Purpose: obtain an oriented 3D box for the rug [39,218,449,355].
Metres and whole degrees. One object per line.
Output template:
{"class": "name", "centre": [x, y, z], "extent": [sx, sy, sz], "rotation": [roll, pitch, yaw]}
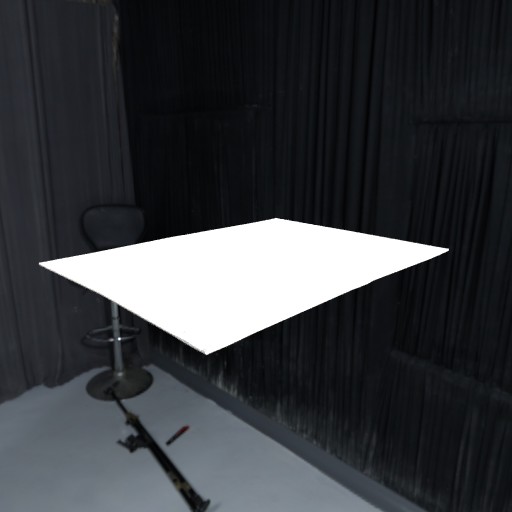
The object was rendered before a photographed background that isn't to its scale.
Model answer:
{"class": "rug", "centre": [0.000, 0.000, 5.084], "extent": [3.778, 0.053, 2.873], "rotation": [-15, 21, -43]}
